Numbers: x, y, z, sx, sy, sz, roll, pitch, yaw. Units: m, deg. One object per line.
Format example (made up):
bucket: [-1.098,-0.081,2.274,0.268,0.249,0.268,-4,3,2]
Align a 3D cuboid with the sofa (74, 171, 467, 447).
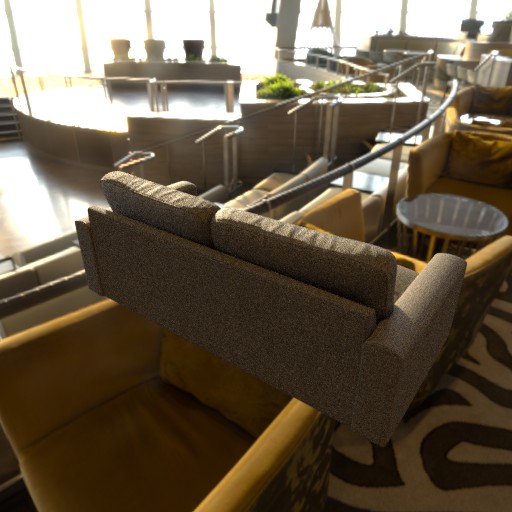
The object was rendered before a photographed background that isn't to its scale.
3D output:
sofa: [0.000,0.000,2.696,2.179,0.873,1.016,20,34,32]
